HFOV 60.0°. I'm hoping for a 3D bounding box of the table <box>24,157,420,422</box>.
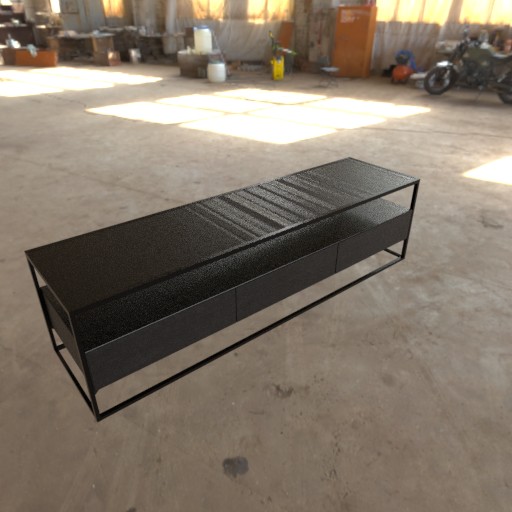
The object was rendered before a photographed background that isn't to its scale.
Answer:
[{"bbox_3d":[0.000,0.000,1.713,1.486,0.395,0.399,-22,36,-33],"label":"table"}]
